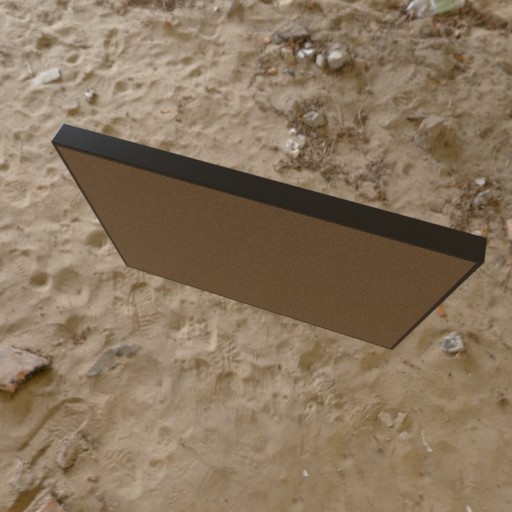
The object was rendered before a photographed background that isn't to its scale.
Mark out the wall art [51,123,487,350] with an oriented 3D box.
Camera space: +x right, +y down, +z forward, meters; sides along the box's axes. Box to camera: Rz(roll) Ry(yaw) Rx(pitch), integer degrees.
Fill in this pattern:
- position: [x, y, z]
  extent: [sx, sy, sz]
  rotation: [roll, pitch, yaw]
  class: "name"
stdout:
- position: [0.000, 0.000, 1.210]
  extent: [0.939, 0.640, 0.058]
  rotation: [17, 64, 8]
  class: "wall art"
